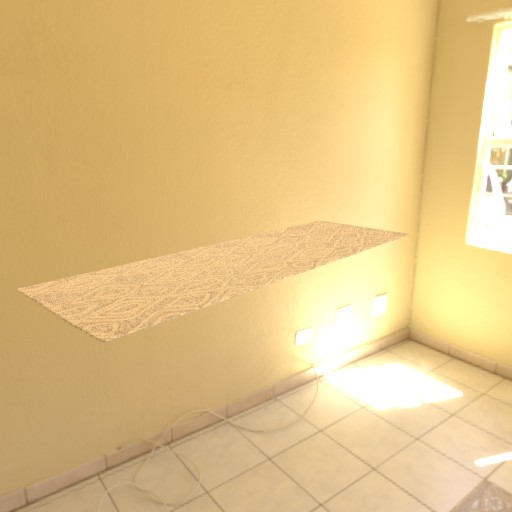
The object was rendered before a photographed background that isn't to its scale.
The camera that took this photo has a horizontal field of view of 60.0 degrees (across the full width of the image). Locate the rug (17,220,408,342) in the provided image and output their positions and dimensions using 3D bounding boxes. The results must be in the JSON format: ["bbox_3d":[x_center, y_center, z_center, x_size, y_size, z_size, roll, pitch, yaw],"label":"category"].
[{"bbox_3d":[0.000,0.000,2.661,0.807,0.013,2.436,14,20,41],"label":"rug"}]
